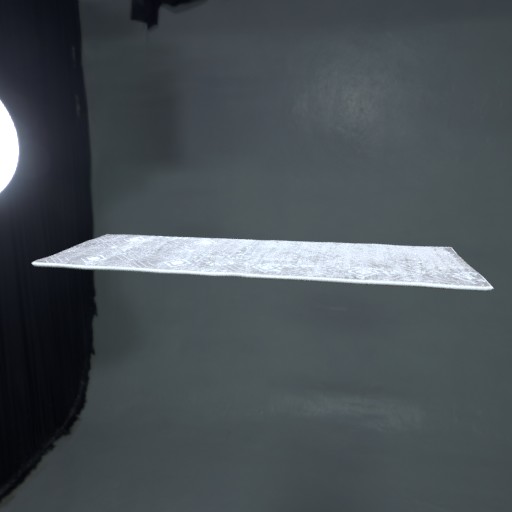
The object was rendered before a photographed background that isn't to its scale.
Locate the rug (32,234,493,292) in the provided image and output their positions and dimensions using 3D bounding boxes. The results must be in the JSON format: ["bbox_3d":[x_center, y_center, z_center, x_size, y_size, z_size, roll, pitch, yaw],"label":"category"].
[{"bbox_3d":[0.000,0.000,2.639,2.381,0.035,0.832,3,14,10],"label":"rug"}]
